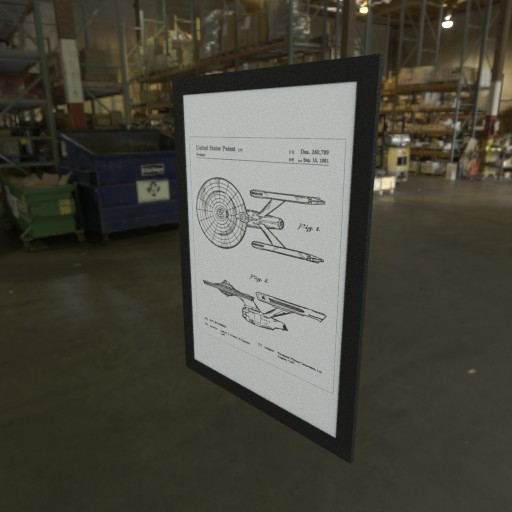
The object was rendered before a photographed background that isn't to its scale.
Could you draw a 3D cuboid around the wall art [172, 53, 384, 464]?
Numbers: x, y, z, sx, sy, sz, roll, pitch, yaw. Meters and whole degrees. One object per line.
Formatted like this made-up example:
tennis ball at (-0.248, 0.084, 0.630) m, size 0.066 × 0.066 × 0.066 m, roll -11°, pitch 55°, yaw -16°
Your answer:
wall art at (0.000, 0.000, 0.678) m, size 0.379 × 0.530 × 0.008 m, roll 15°, pitch 22°, yaw 42°
